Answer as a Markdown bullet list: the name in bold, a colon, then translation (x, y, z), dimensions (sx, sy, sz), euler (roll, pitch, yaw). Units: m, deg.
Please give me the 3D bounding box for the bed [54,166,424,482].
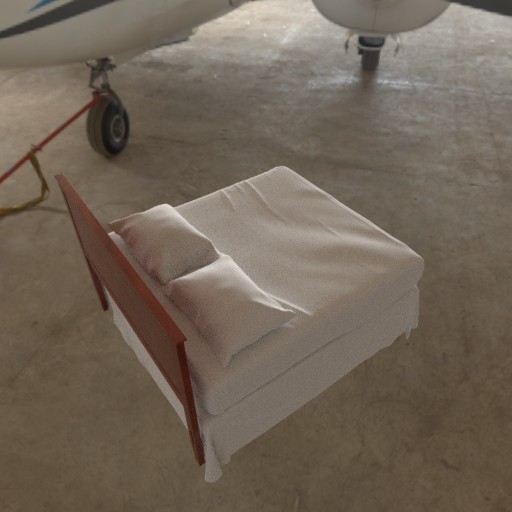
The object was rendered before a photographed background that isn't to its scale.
- **bed**: translation (0.000, 0.000, 3.230), dimensions (2.050, 1.270, 1.870), euler (-26, 48, -26)
